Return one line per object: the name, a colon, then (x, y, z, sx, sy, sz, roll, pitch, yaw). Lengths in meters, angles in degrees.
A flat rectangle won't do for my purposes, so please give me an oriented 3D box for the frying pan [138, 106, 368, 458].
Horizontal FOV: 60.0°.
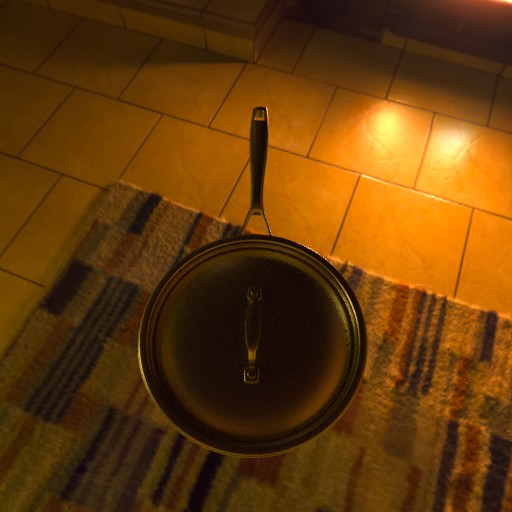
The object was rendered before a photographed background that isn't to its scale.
frying pan: (0.000, 0.000, 0.588, 0.272, 0.086, 0.490, 2, 62, 1)
